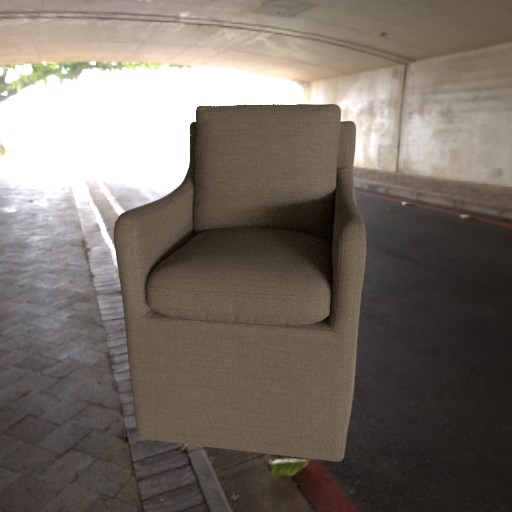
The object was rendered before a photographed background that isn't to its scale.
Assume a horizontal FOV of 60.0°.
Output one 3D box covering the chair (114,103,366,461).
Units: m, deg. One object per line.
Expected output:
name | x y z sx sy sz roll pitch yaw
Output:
chair | 0.000 0.000 1.375 0.626 0.914 0.694 3 16 9
